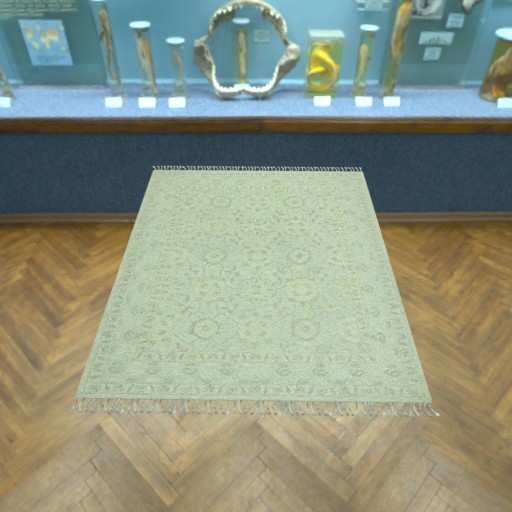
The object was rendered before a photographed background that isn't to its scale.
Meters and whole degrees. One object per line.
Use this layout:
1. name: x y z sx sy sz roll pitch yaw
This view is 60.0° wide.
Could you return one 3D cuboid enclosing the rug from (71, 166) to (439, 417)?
1. rug: 0.000 0.000 3.997 2.444 0.013 3.043 1 43 1
